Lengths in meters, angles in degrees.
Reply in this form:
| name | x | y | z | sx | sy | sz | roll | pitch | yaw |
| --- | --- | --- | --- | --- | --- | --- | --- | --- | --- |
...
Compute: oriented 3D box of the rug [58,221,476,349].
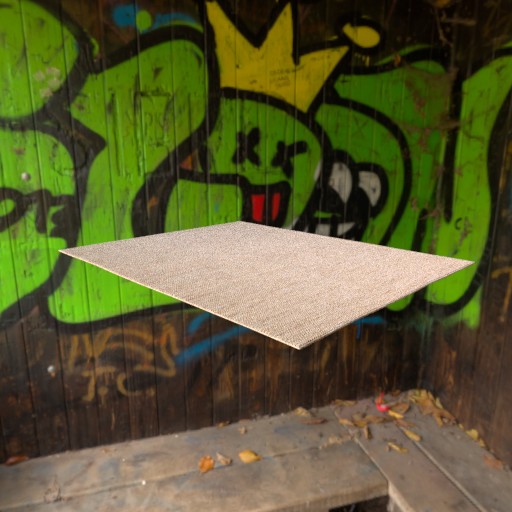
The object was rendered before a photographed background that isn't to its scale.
| name | x | y | z | sx | sy | sz | roll | pitch | yaw |
| --- | --- | --- | --- | --- | --- | --- | --- | --- | --- |
| rug | 0.000 | 0.000 | 4.091 | 2.406 | 0.012 | 3.034 | -14 | 19 | -43 |
